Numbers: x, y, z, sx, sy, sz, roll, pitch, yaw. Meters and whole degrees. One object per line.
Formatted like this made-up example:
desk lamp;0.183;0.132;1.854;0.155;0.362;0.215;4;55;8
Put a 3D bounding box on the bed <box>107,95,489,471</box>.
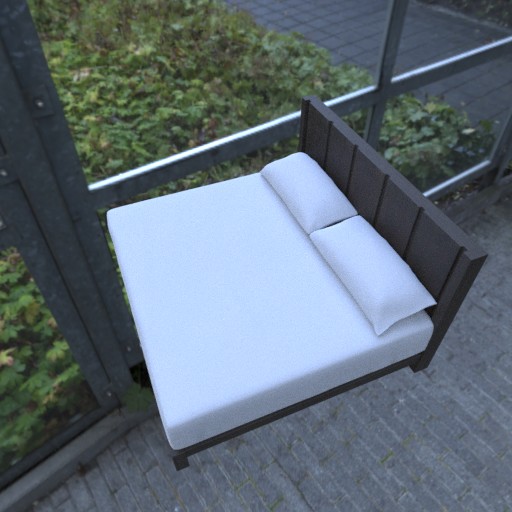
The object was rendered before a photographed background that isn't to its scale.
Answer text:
bed;0.000;0.000;3.419;2.012;1.270;2.134;-17;48;-15
